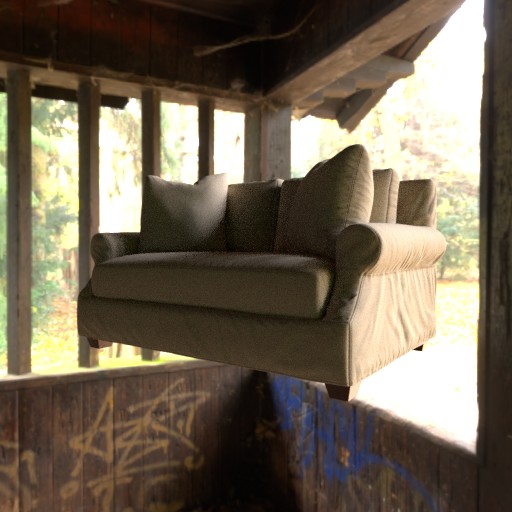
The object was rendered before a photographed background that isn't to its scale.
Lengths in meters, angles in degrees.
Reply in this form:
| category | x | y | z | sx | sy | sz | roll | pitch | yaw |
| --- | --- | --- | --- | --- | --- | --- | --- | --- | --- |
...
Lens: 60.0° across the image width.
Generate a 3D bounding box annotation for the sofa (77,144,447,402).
| category | x | y | z | sx | sy | sz | roll | pitch | yaw |
| --- | --- | --- | --- | --- | --- | --- | --- | --- | --- |
| sofa | 0.000 | 0.000 | 2.160 | 1.550 | 0.905 | 1.070 | 1 | 1 | 35 |
